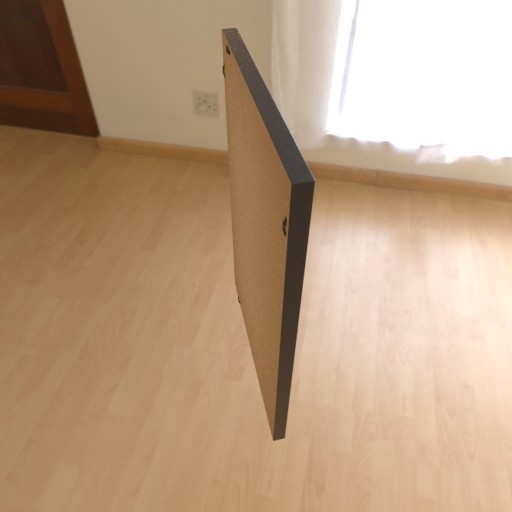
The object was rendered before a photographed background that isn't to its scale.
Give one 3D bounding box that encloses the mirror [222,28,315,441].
[{"bbox_3d":[0.000,0.000,1.158,0.040,0.915,0.609,-9,47,-8],"label":"mirror"}]
